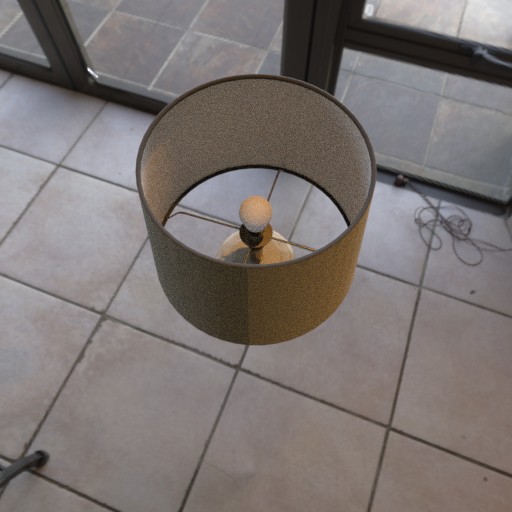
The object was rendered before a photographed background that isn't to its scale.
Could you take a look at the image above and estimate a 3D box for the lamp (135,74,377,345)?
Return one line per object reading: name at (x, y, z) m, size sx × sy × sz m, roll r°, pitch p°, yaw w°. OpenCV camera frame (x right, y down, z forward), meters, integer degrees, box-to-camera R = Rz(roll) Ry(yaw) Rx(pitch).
lamp at (0.000, 0.000, 0.866) m, size 0.376 × 0.594 × 0.376 m, roll 0°, pitch 64°, yaw 0°
